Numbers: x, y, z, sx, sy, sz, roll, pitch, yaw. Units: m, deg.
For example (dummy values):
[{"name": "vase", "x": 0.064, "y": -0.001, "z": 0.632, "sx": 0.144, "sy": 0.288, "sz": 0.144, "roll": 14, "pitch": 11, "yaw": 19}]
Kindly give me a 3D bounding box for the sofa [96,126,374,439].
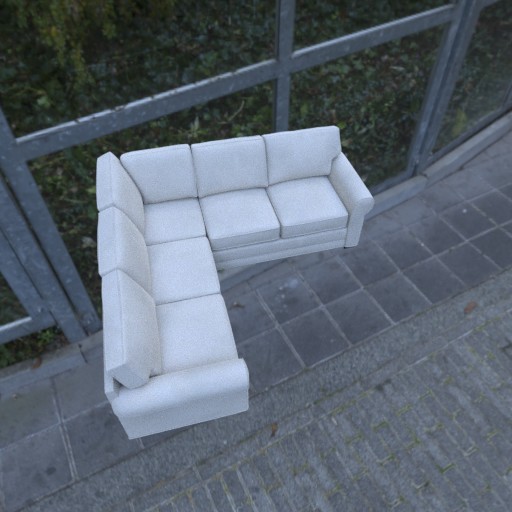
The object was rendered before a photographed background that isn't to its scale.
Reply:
[{"name": "sofa", "x": 0.000, "y": 0.000, "z": 3.962, "sx": 2.569, "sy": 1.054, "sz": 2.487, "roll": -11, "pitch": 48, "yaw": -10}]
